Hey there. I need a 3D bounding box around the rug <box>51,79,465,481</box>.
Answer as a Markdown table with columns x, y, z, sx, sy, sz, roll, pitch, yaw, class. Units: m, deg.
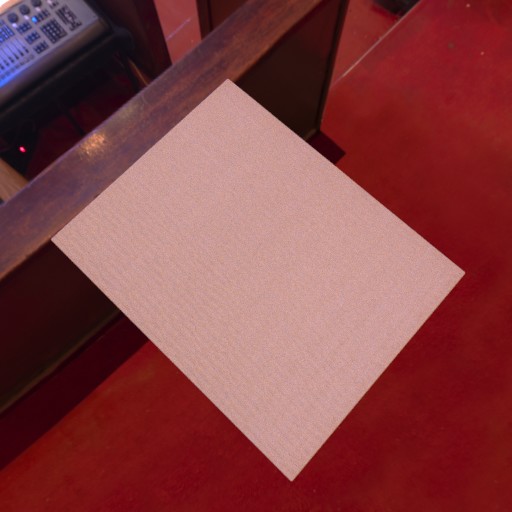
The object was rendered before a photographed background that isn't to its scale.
| x | y | z | sx | sy | sz | roll | pitch | yaw | class |
| --- | --- | --- | --- | --- | --- | --- | --- | --- | --- |
| 0.000 | 0.000 | 4.142 | 3.055 | 0.021 | 2.410 | 42 | 79 | 10 | rug |
